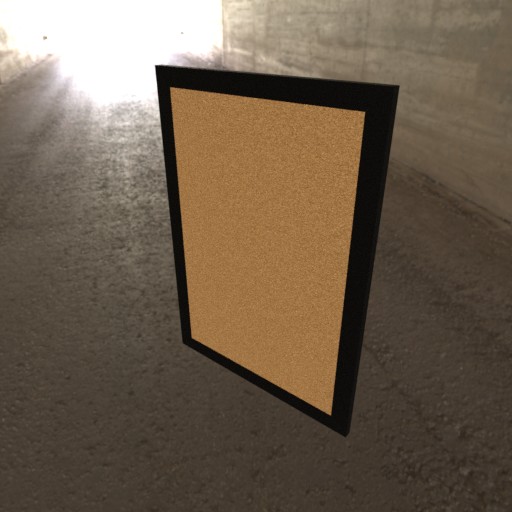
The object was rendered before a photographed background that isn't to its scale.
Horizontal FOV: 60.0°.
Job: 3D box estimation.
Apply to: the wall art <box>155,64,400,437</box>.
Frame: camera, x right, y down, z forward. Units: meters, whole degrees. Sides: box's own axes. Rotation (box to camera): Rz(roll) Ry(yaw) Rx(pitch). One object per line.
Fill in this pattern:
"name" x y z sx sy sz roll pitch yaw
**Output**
"wall art" 0.000 0.000 0.599 0.326 0.459 0.011 21 34 33
